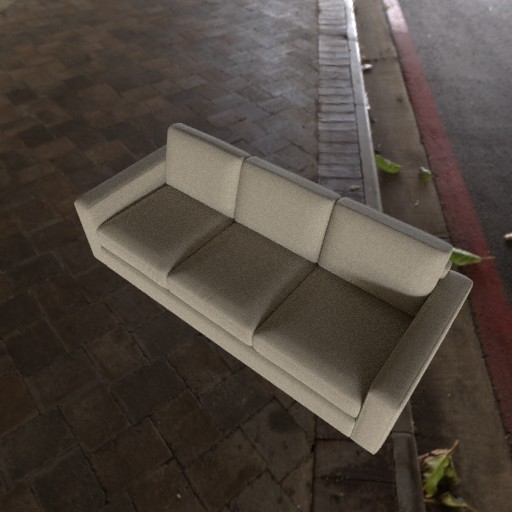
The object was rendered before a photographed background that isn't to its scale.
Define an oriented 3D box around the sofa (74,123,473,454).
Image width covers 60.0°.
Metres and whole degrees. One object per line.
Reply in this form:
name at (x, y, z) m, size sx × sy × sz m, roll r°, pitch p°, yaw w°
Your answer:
sofa at (0.000, 0.000, 2.591) m, size 2.160 × 0.800 × 0.900 m, roll 30°, pitch 53°, yaw 25°
